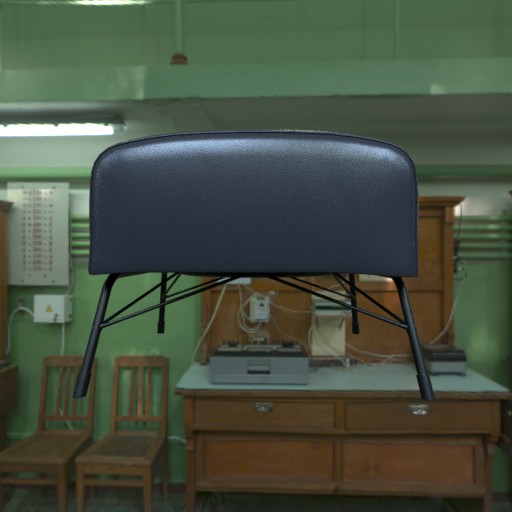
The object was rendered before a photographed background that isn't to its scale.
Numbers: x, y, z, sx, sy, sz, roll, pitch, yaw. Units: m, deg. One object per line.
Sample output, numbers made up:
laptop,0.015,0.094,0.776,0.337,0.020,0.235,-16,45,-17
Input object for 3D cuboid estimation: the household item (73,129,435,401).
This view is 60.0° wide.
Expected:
household item,0.000,0.000,0.903,0.530,0.410,0.530,0,1,1
